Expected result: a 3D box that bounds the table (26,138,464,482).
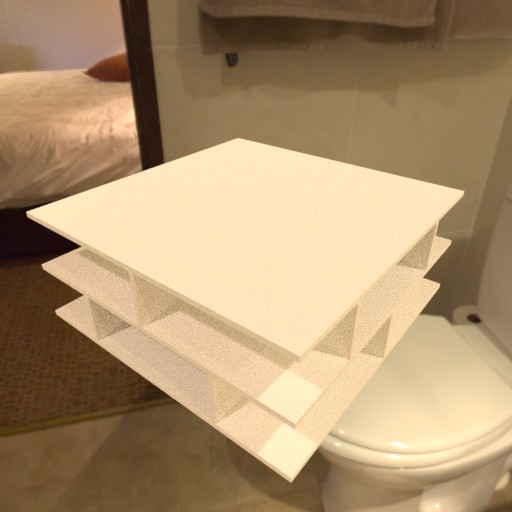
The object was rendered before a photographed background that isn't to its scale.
[{"bbox_3d":[0.000,0.000,1.071,0.700,0.289,0.700,22,38,32],"label":"table"}]
